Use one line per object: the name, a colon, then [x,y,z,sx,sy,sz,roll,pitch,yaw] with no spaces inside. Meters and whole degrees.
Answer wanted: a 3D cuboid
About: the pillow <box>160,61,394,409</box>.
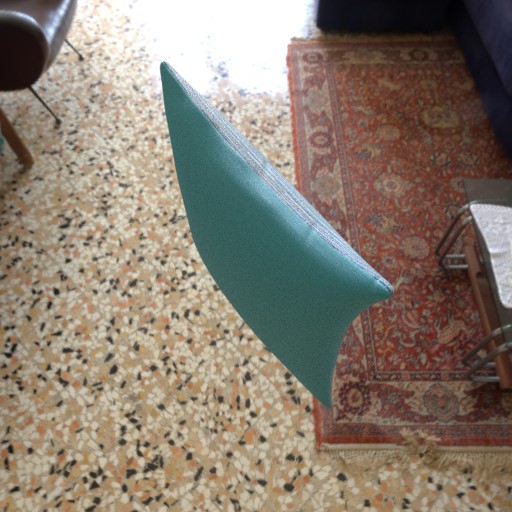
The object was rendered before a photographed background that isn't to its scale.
pillow: [0.000,0.000,0.792,0.150,0.497,0.514,-31,63,-18]
